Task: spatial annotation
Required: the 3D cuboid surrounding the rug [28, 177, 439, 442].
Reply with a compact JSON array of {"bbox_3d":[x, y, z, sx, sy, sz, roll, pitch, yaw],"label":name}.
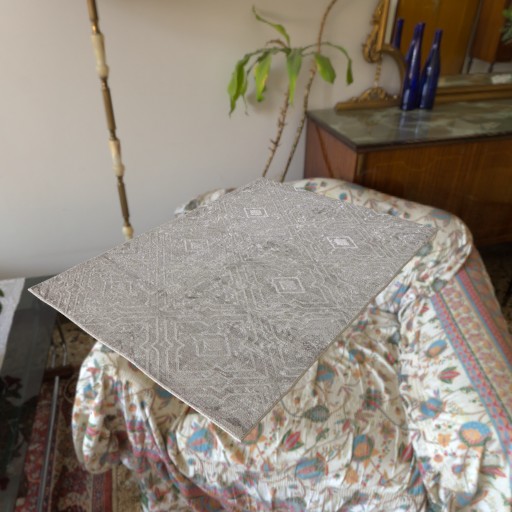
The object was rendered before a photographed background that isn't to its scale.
[{"bbox_3d":[0.000,0.000,4.347,2.448,0.020,3.359,23,38,32],"label":"rug"}]
